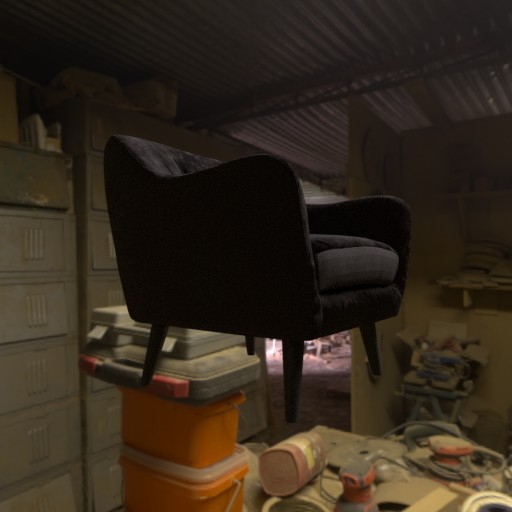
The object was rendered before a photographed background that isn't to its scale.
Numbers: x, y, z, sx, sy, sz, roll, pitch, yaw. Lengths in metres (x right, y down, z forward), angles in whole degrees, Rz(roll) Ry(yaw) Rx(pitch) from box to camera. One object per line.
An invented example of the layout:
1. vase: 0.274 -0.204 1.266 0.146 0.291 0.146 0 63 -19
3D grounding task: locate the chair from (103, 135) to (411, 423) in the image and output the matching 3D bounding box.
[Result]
1. chair: 0.000 0.000 1.482 0.819 0.807 0.840 -1 -1 36
